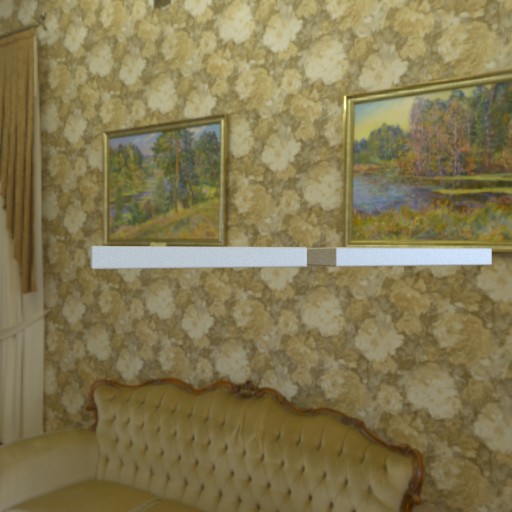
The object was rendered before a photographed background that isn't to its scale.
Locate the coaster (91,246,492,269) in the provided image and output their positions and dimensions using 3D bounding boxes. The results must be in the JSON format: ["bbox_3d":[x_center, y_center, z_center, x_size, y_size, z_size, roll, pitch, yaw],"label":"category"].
[{"bbox_3d":[0.000,0.000,0.326,0.219,0.010,0.214,0,0,-18],"label":"coaster"}]
